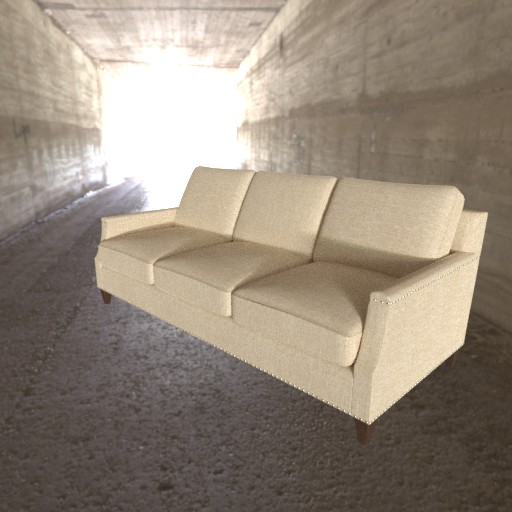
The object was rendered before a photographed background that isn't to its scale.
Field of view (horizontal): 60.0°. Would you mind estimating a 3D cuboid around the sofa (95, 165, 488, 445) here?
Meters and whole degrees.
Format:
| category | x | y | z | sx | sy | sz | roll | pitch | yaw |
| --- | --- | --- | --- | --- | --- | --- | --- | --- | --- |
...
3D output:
| category | x | y | z | sx | sy | sz | roll | pitch | yaw |
| --- | --- | --- | --- | --- | --- | --- | --- | --- | --- |
| sofa | 0.000 | 0.000 | 2.672 | 2.210 | 0.940 | 1.041 | 15 | 21 | 43 |
